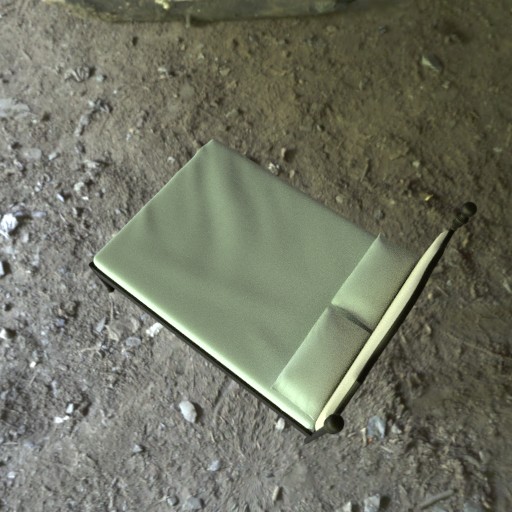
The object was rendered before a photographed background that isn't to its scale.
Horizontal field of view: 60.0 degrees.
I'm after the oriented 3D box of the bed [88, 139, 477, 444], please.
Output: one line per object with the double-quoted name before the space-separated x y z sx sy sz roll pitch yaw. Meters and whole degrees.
"bed" 0.000 0.000 3.376 2.224 1.499 1.642 34 69 15
